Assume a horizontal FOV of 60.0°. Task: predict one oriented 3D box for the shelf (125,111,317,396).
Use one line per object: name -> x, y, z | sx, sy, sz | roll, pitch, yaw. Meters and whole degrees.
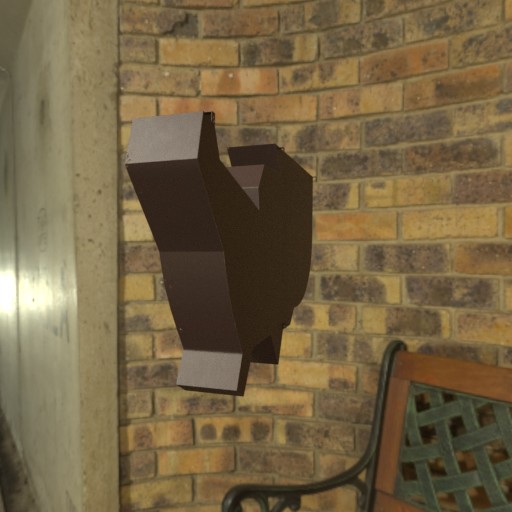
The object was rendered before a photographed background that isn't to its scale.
shelf -> 0.000, 0.000, 0.896 | 0.112, 0.439, 0.729 | 0, 0, 18
